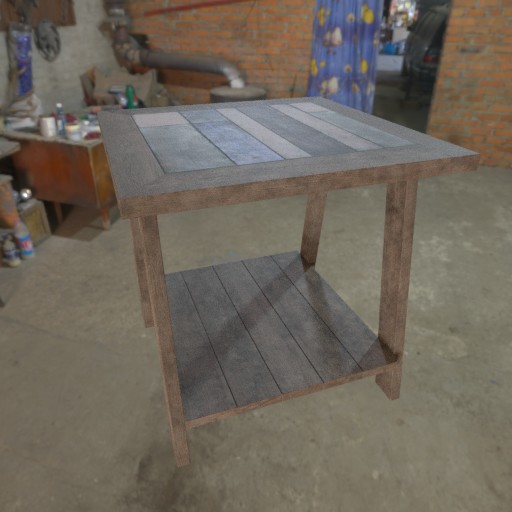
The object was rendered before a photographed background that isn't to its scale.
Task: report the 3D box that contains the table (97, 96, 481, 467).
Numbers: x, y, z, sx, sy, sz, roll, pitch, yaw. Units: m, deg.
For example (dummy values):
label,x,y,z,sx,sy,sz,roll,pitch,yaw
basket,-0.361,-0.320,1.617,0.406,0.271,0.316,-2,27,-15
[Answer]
label,x,y,z,sx,sy,sz,roll,pitch,yaw
table,0.000,0.000,1.076,0.610,0.610,0.610,-10,31,-17
